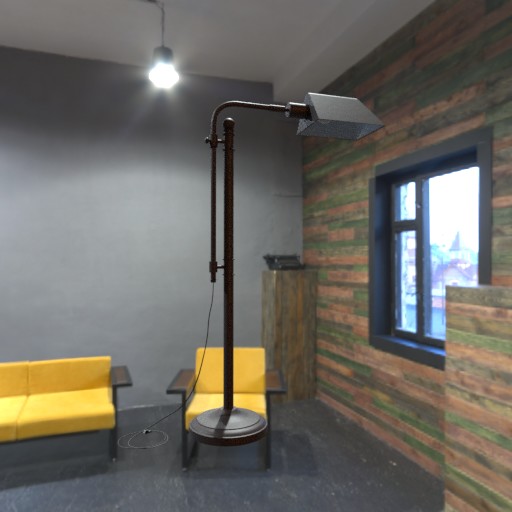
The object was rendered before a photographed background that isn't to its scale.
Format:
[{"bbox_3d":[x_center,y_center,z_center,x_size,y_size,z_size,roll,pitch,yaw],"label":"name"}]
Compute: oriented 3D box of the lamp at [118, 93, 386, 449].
[{"bbox_3d":[0.000,0.000,0.921,0.545,0.708,0.159,0,-1,-17],"label":"lamp"}]
